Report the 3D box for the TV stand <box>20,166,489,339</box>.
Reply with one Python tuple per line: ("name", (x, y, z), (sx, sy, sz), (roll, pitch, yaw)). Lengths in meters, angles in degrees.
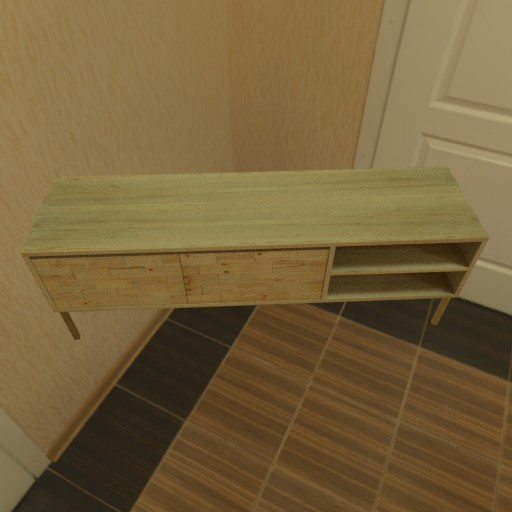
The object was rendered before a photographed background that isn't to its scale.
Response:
("TV stand", (0.000, 0.000, 1.854), (1.600, 0.550, 0.420), (-2, 47, -2))
